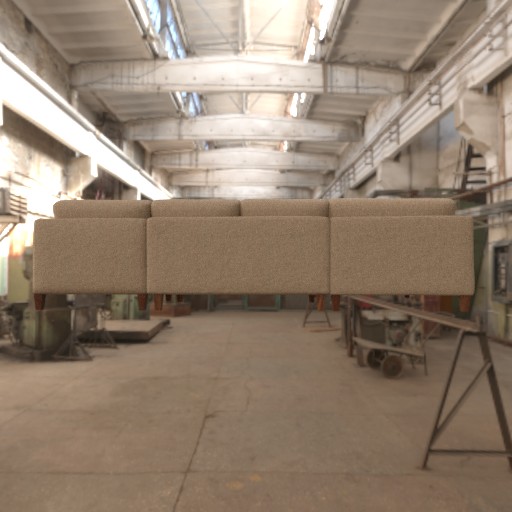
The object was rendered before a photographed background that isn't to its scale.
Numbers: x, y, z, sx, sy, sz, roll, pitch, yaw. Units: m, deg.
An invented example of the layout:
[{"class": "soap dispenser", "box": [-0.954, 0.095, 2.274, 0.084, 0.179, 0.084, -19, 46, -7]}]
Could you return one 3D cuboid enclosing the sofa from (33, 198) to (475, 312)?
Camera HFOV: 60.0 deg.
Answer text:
[{"class": "sofa", "box": [0.000, 0.000, 4.606, 3.403, 0.889, 2.551, 0, -1, 2]}]
